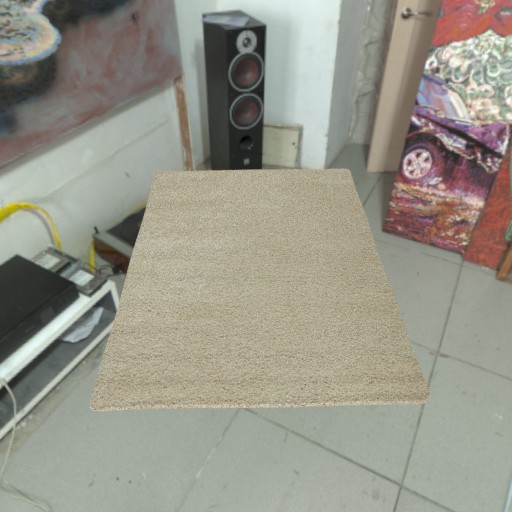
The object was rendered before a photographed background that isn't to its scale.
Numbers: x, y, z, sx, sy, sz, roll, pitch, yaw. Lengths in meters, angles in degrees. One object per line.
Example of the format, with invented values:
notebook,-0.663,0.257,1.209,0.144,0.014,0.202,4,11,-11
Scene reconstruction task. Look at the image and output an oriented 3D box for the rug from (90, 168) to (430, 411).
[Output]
rug,0.000,0.000,2.148,1.199,0.025,1.600,-1,41,-1
